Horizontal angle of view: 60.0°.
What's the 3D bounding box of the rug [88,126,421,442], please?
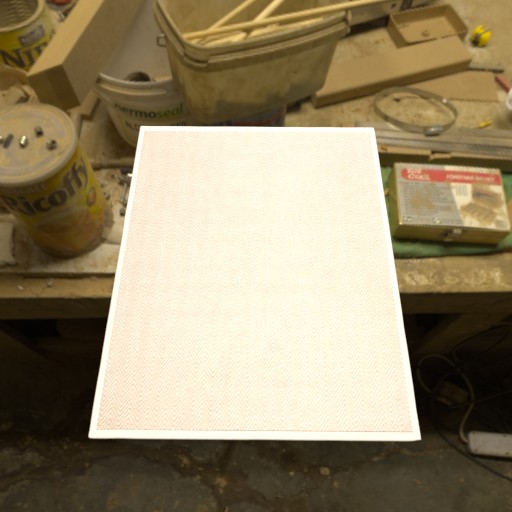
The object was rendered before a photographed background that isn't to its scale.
[{"bbox_3d":[0.000,0.000,3.903,2.423,0.019,3.009,0,63,0],"label":"rug"}]
